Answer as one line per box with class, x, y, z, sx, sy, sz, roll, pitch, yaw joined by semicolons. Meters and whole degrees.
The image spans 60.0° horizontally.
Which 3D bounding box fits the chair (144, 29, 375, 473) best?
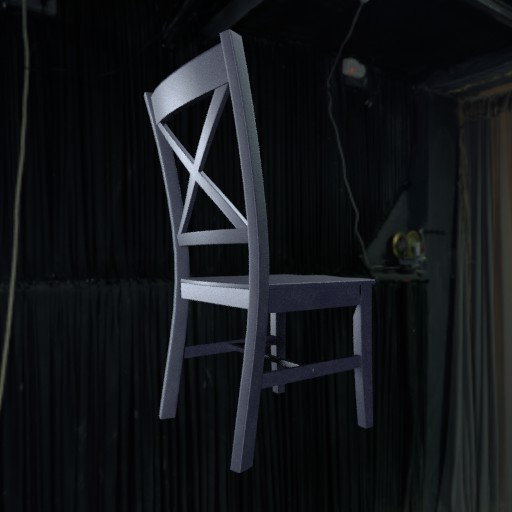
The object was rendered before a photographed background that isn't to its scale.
chair;0.000;0.000;1.301;0.542;0.983;0.485;0;0;-36
